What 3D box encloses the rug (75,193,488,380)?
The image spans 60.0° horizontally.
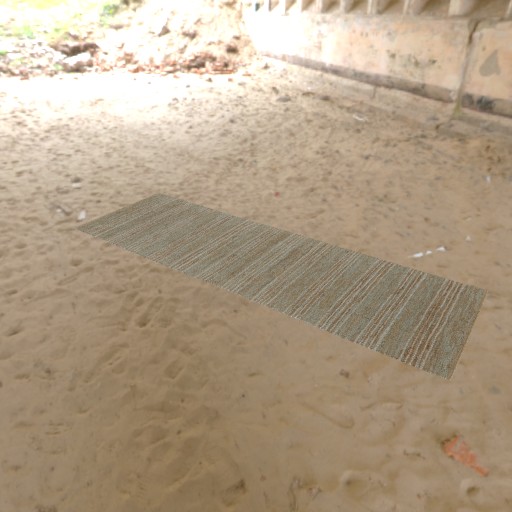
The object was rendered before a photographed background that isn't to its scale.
[{"bbox_3d":[0.000,0.000,2.659,2.438,0.006,0.783,19,35,30],"label":"rug"}]
